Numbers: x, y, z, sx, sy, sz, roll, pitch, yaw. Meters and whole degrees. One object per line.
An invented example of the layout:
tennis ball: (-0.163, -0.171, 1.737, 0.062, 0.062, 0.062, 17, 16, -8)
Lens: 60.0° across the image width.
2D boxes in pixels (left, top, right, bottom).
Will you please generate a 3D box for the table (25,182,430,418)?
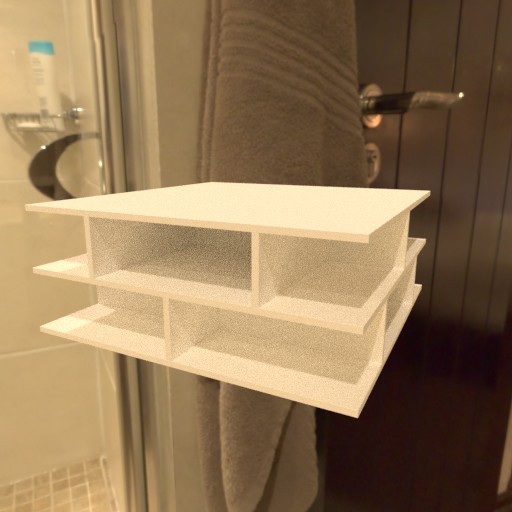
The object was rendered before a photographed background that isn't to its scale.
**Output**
table: (0.000, 0.000, 1.085, 0.700, 0.289, 0.700, 7, 15, 26)
